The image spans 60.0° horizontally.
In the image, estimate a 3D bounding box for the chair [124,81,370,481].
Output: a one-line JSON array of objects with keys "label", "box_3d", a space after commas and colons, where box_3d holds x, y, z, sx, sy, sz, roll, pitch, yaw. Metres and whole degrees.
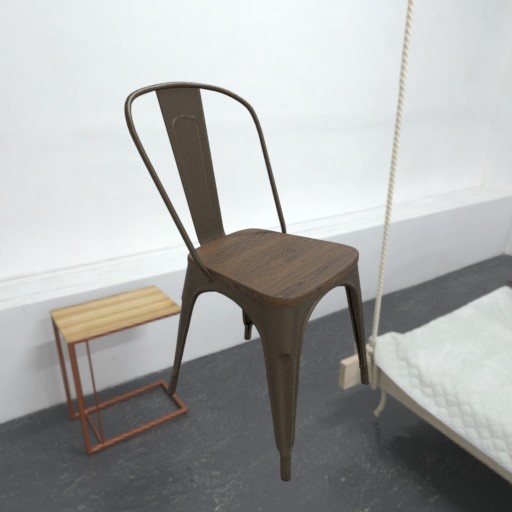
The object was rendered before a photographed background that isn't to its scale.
[{"label": "chair", "box_3d": [0.000, 0.000, 1.165, 0.532, 0.844, 0.451, 17, 28, 34]}]
